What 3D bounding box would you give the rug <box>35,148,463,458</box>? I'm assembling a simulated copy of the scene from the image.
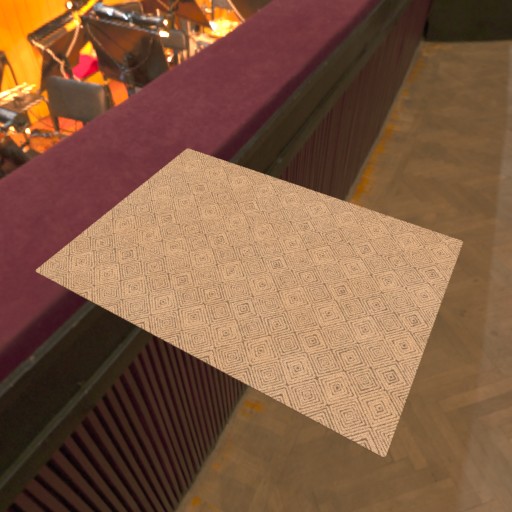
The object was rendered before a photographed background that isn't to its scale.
[{"bbox_3d":[0.000,0.000,2.833,2.238,0.008,1.593,22,50,20],"label":"rug"}]
